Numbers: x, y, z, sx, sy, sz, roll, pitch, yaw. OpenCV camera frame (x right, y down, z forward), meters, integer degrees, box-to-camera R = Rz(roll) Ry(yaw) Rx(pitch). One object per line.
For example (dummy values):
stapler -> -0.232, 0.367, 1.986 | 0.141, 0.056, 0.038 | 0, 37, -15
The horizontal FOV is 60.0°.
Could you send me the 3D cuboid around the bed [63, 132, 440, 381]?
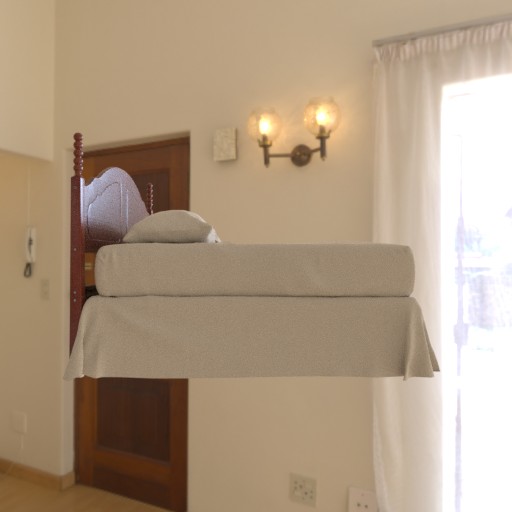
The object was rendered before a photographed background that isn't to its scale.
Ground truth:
bed -> 0.000, 0.000, 3.257 | 2.040, 1.356, 1.873 | 0, -1, 1
